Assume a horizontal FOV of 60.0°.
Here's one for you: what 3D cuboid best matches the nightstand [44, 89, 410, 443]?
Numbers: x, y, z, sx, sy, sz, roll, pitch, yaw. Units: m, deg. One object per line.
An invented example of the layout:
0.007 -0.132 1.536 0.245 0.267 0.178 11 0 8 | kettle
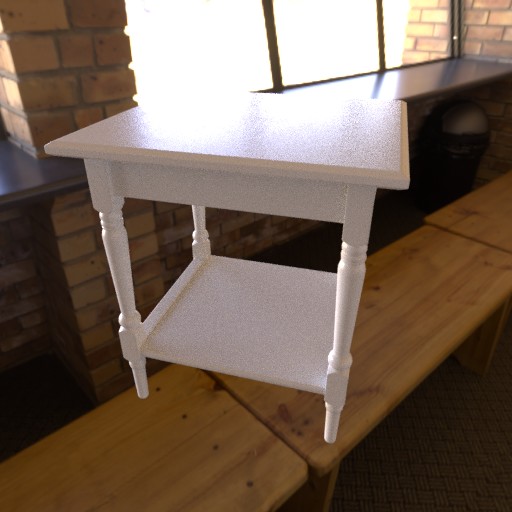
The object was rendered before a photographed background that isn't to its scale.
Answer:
0.000 0.000 0.906 0.505 0.555 0.459 8 31 14 | nightstand
